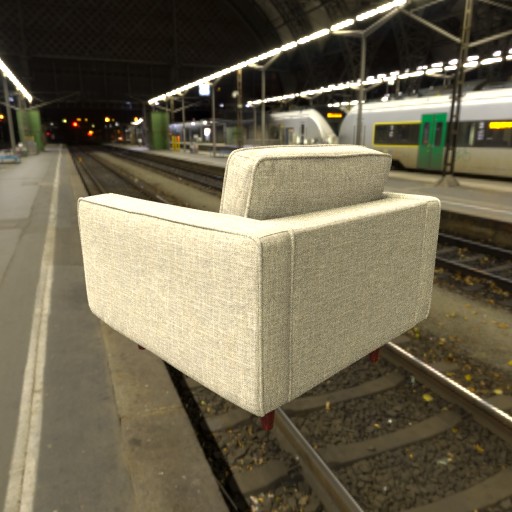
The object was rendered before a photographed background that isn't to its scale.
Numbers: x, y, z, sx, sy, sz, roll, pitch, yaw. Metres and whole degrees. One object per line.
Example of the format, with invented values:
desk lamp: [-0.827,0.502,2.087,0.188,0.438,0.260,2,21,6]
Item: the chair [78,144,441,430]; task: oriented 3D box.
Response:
chair: [0.000,0.000,1.556,0.889,0.765,0.914,-14,21,-42]
